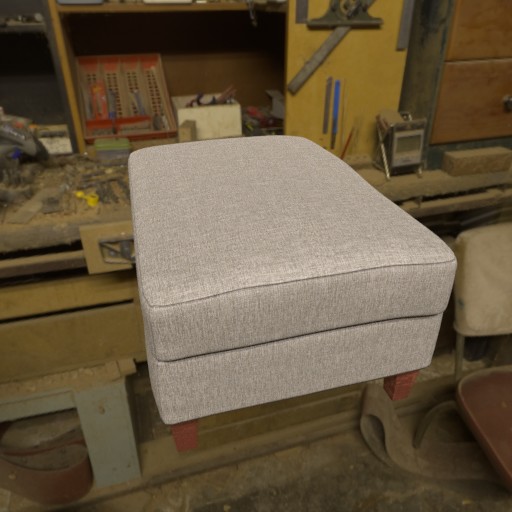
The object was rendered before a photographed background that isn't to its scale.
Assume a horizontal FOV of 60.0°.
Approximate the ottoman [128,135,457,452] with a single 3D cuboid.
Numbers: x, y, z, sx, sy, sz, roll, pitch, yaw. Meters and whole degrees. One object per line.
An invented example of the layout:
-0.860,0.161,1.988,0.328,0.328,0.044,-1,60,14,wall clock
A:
0.000,0.000,1.237,0.639,0.494,0.873,-8,32,-13,ottoman
